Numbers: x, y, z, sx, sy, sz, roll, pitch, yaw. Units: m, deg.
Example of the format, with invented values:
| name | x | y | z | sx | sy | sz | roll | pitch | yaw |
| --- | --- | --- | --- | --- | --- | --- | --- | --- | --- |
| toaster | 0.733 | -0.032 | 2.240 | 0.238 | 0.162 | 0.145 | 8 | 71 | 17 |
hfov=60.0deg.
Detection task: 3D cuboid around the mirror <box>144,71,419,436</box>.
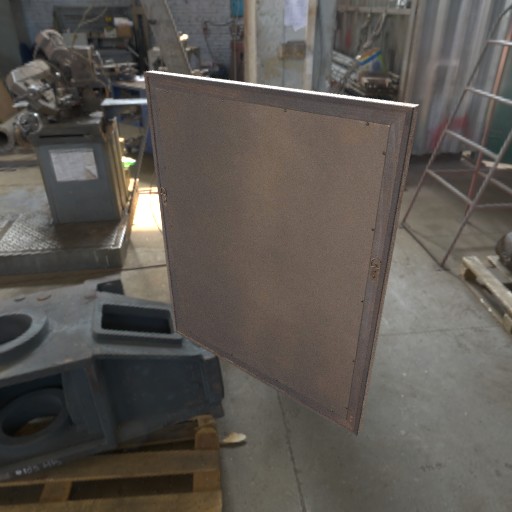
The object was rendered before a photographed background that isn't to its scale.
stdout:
| name | x | y | z | sx | sy | sz | roll | pitch | yaw |
| --- | --- | --- | --- | --- | --- | --- | --- | --- | --- |
| mirror | 0.000 | 0.000 | 1.212 | 0.730 | 0.882 | 0.032 | 21 | 36 | 32 |
